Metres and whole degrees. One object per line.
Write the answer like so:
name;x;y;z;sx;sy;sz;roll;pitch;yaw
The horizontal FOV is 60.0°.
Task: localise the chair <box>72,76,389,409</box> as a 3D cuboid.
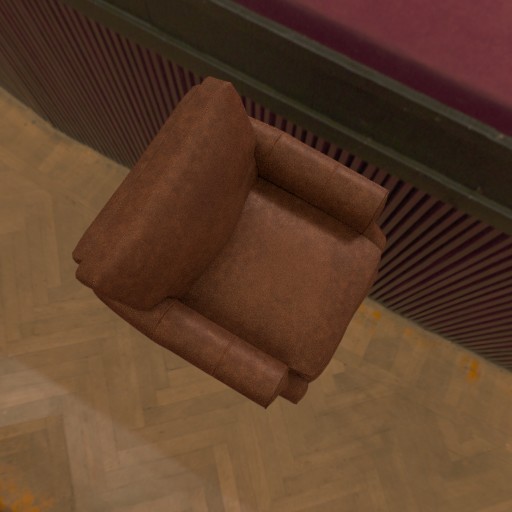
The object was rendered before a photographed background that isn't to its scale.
chair;0.000;0.000;1.823;1.002;0.976;0.996;30;78;7
